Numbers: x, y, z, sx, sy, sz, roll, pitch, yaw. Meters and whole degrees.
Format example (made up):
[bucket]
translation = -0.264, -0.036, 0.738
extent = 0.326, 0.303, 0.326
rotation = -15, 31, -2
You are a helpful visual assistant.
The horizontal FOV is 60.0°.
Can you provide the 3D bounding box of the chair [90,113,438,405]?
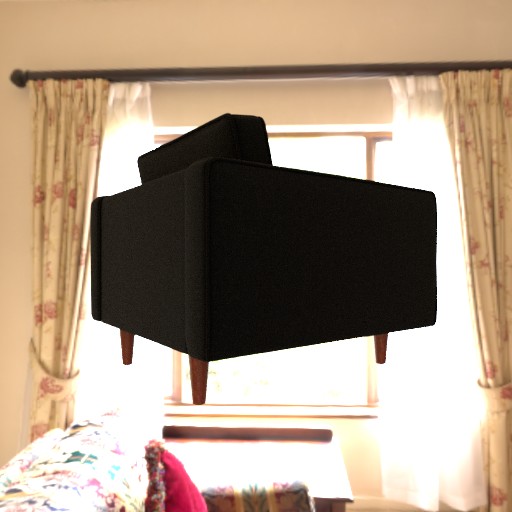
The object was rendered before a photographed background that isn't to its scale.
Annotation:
[chair]
translation = 0.000, 0.000, 1.582
extent = 0.920, 0.770, 0.899
rotation = 0, 0, -36
